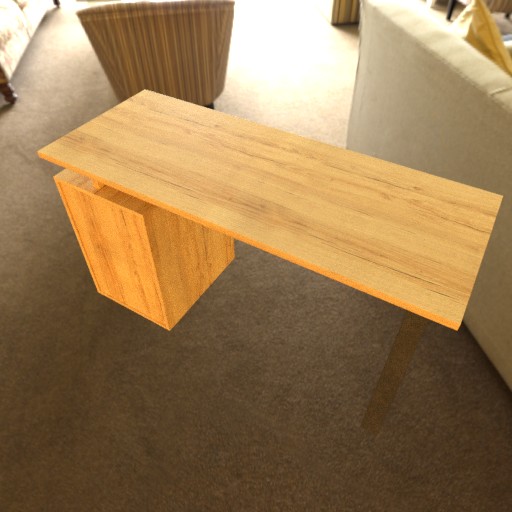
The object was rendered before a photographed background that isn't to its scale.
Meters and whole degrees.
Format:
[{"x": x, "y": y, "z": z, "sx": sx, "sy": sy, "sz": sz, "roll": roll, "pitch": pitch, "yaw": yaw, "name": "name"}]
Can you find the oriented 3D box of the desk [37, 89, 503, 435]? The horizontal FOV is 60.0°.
[{"x": 0.000, "y": 0.000, "z": 1.686, "sx": 1.400, "sy": 0.760, "sz": 0.550, "roll": 23, "pitch": 50, "yaw": 21, "name": "desk"}]
